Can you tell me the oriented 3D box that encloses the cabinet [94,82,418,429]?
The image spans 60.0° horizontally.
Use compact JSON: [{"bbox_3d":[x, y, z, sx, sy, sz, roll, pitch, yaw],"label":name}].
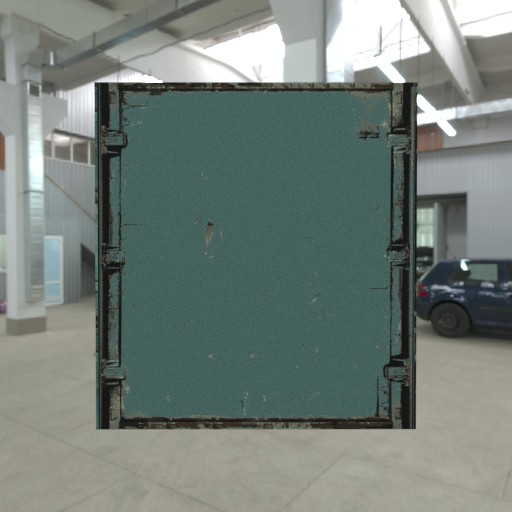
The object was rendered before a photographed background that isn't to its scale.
[{"bbox_3d":[0.000,0.000,3.098,2.000,2.160,0.680,0,1,0],"label":"cabinet"}]
